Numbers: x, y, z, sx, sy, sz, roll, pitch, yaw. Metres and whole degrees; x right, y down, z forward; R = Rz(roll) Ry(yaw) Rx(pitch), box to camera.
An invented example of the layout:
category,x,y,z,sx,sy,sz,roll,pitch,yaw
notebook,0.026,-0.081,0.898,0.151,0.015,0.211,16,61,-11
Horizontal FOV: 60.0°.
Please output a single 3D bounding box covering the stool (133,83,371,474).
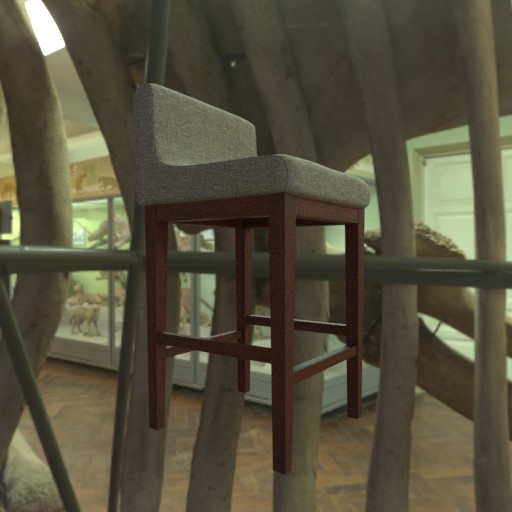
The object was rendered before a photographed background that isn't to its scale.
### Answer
category,x,y,z,sx,sy,sz,roll,pitch,yaw
stool,0.000,0.000,1.115,0.459,0.835,0.417,0,1,36
